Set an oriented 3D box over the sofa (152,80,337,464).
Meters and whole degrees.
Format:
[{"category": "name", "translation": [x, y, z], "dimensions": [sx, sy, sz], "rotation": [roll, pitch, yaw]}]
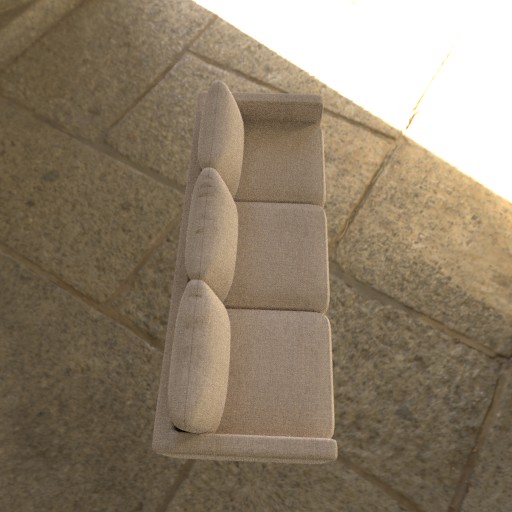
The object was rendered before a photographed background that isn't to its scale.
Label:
[{"category": "sofa", "translation": [0.000, 0.000, 2.655], "dimensions": [0.859, 0.874, 2.218], "rotation": [2, 63, 1]}]
